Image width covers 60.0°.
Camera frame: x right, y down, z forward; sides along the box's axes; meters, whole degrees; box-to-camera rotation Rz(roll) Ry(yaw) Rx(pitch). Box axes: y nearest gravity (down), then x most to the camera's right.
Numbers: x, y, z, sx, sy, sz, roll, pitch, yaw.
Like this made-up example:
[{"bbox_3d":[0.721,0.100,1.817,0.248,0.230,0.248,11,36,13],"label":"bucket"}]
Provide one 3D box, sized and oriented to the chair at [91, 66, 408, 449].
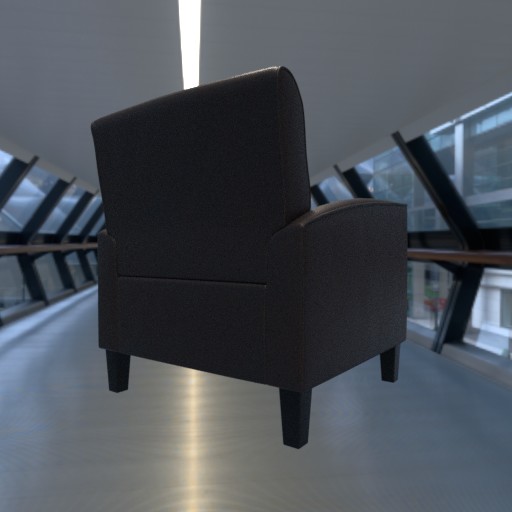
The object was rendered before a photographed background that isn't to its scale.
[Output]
[{"bbox_3d":[0.000,0.000,1.548,0.820,0.916,0.819,1,1,36],"label":"chair"}]
